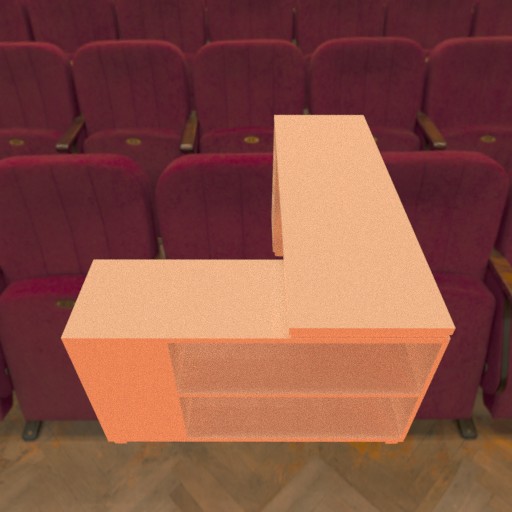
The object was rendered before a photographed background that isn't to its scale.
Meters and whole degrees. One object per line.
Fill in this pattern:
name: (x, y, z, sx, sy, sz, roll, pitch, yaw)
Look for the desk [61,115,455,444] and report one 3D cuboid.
desk: (0.000, 0.000, 2.154, 1.199, 0.759, 1.524, 0, 41, 0)
